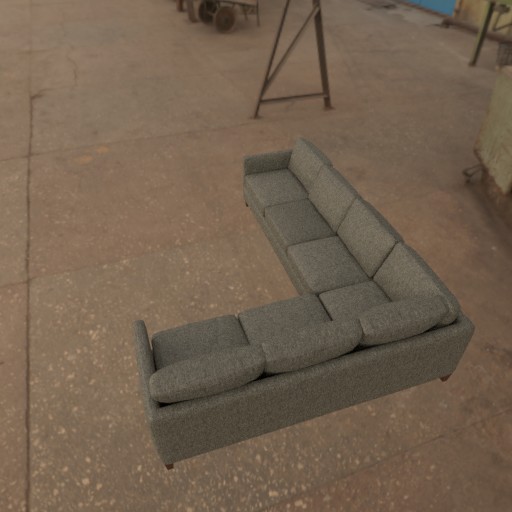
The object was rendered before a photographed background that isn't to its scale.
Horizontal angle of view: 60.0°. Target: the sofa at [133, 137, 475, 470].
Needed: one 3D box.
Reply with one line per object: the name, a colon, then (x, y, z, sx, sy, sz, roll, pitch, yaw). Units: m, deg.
sofa: (0.000, 0.000, 4.478, 2.593, 0.947, 3.302, -12, 42, -14)
